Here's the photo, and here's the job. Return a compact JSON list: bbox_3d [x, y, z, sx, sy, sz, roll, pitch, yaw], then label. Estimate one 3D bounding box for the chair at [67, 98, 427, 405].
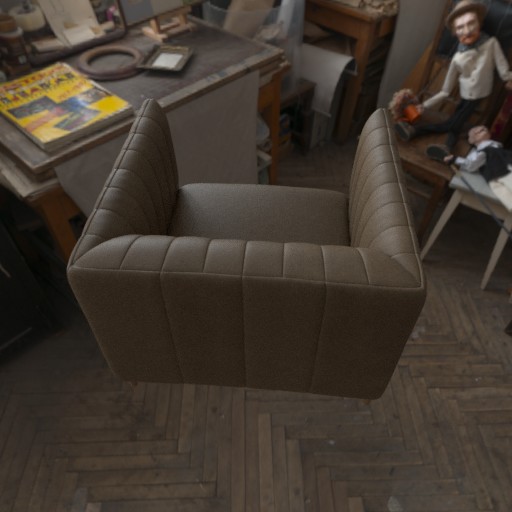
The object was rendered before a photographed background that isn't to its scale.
[{"bbox_3d":[0.000,0.000,1.638,0.981,0.779,0.876,3,48,3],"label":"chair"}]
